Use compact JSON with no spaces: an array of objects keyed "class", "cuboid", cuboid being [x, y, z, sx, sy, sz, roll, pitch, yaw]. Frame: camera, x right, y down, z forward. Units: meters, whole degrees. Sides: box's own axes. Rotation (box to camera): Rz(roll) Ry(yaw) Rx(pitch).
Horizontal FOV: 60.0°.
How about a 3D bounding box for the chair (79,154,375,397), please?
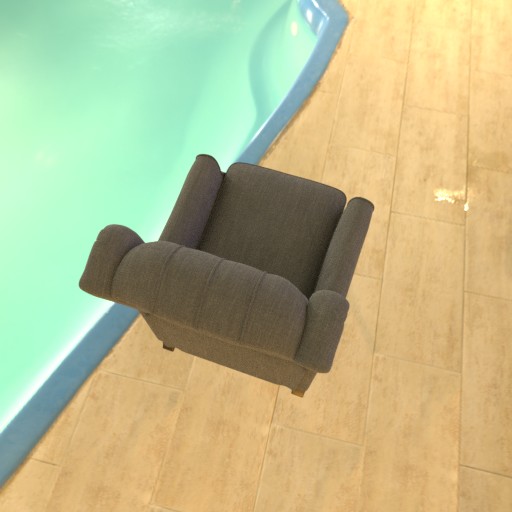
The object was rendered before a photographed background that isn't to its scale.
[{"class":"chair","cuboid":[0.000,0.000,1.661,0.742,1.035,0.898,17,64,9]}]
